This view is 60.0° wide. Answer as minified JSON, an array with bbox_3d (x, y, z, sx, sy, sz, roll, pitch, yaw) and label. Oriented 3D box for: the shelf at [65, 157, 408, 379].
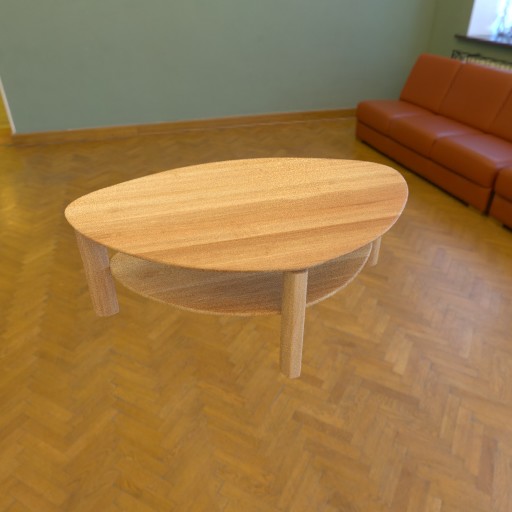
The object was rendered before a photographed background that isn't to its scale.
[{"bbox_3d":[0.000,0.000,1.639,1.246,0.440,0.845,-10,33,-15],"label":"shelf"}]
